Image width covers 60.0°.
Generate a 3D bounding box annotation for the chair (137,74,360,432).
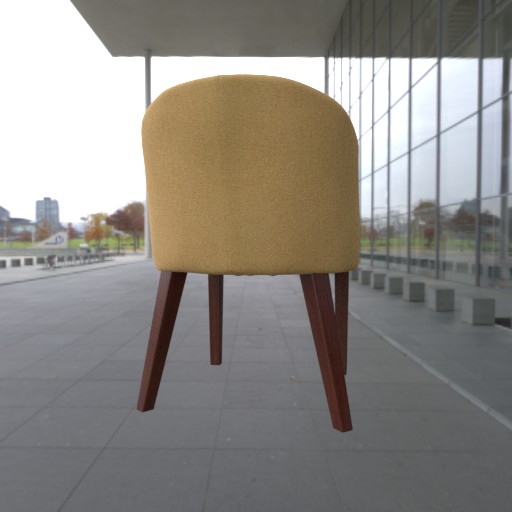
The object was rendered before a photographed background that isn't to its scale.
[{"bbox_3d":[0.000,0.000,1.275,0.583,0.811,0.655,0,2,15],"label":"chair"}]
